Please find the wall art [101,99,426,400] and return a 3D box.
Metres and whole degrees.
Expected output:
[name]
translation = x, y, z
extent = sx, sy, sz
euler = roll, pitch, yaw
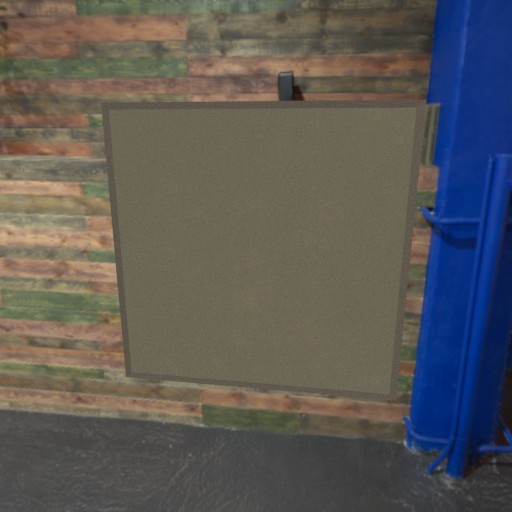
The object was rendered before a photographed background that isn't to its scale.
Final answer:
[wall art]
translation = 0.000, 0.000, 1.151
extent = 0.761, 0.758, 0.038
euler = 2, 16, 8
